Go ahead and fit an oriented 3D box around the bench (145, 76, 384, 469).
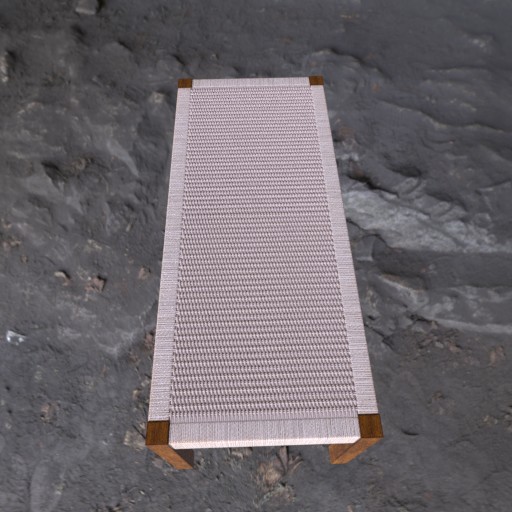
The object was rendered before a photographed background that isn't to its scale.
[{"bbox_3d":[0.000,0.000,1.445,0.507,0.457,1.198,-2,59,-1],"label":"bench"}]
